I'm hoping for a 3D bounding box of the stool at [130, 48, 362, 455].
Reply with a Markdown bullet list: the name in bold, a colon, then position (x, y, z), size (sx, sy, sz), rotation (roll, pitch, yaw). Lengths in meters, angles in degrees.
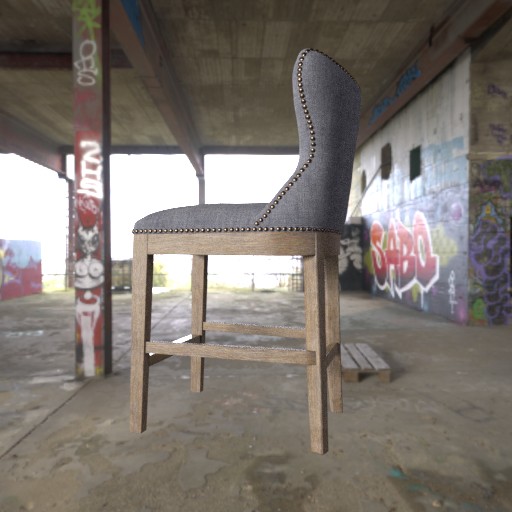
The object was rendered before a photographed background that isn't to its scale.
- **stool**: position (0.000, 0.000, 1.318), size (0.608, 0.981, 0.498), rotation (0, 1, 18)
